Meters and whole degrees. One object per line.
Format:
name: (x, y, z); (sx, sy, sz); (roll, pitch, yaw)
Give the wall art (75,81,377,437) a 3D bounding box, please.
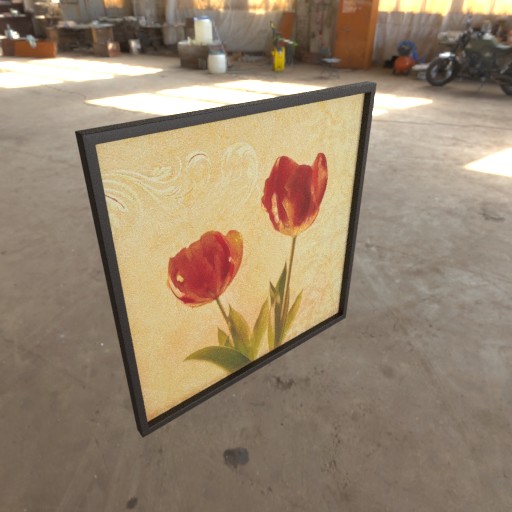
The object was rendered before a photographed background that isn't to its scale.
wall art: (0.000, 0.000, 1.201); (0.805, 0.807, 0.043); (-22, 38, -33)
